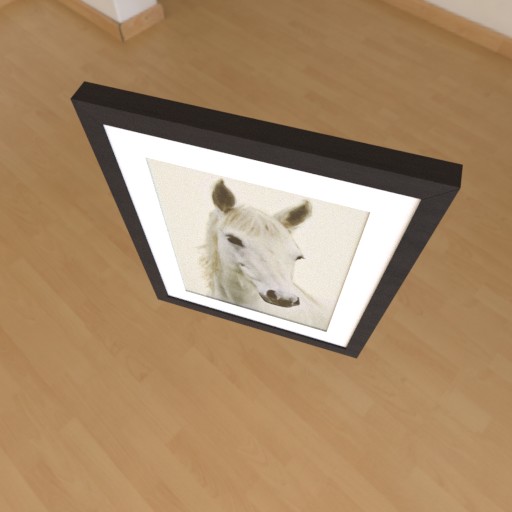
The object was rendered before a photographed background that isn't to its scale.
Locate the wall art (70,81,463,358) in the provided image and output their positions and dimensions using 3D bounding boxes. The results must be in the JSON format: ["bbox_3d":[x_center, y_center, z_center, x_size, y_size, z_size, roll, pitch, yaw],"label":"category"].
[{"bbox_3d":[0.000,0.000,0.739,0.455,0.552,0.034,15,60,9],"label":"wall art"}]
